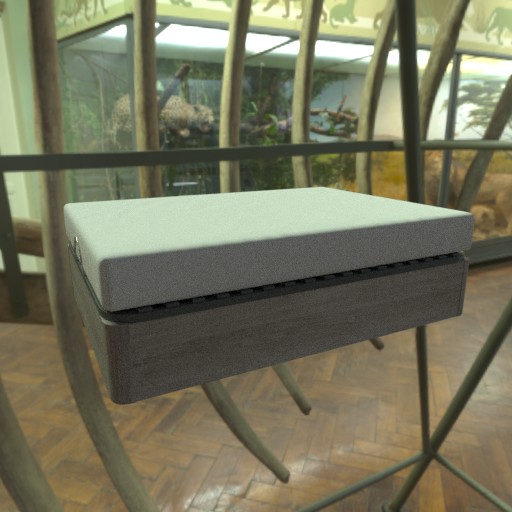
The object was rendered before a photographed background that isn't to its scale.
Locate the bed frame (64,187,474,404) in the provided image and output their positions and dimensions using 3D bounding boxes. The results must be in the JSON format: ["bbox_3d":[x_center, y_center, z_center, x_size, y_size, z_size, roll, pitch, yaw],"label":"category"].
[{"bbox_3d":[0.000,0.000,2.543,1.900,0.561,1.400,-8,17,-26],"label":"bed frame"}]
